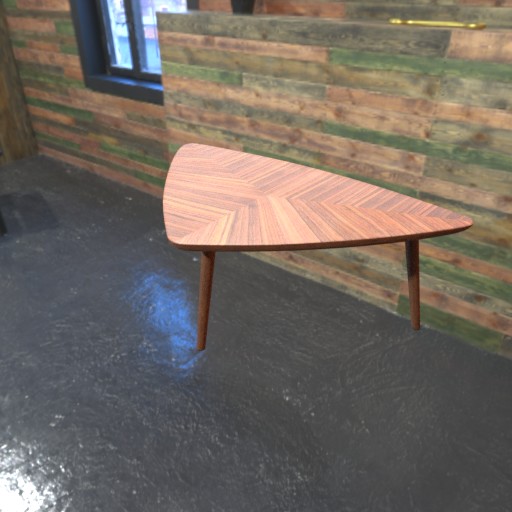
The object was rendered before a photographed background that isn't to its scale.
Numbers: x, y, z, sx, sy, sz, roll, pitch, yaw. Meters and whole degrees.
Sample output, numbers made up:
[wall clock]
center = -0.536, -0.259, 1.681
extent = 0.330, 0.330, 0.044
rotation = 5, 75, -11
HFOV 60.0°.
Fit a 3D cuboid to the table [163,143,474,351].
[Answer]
[table]
center = 0.000, 0.000, 1.298
extent = 1.008, 0.365, 0.601
rotation = 23, 38, 32
